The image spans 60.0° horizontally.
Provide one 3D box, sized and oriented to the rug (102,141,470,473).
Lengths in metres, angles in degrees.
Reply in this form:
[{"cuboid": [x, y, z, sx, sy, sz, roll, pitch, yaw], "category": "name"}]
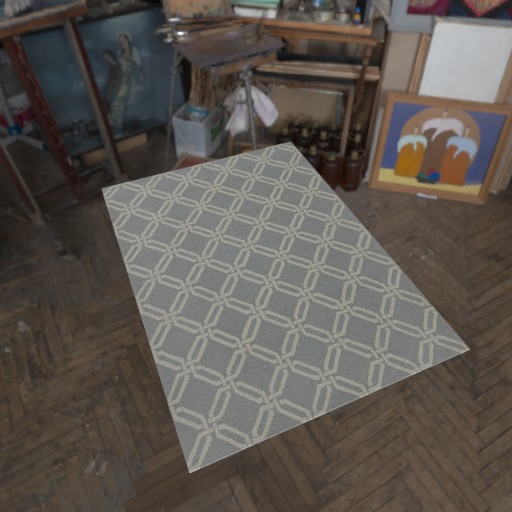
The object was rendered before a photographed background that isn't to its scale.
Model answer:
[{"cuboid": [0.000, 0.000, 4.408, 2.438, 0.013, 3.353, -18, 50, -16], "category": "rug"}]
